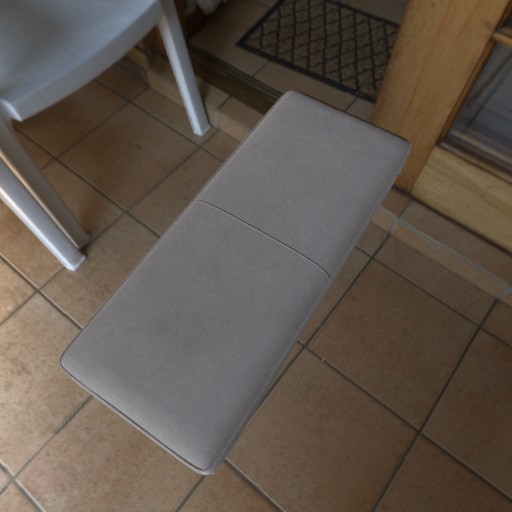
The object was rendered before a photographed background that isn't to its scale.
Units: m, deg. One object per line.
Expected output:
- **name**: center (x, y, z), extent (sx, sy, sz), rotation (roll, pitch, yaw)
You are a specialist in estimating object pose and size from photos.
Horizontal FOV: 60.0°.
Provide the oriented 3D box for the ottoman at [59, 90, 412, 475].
- **ottoman**: center (0.000, 0.000, 2.023), extent (0.735, 0.460, 1.726), rotation (30, 66, 15)
